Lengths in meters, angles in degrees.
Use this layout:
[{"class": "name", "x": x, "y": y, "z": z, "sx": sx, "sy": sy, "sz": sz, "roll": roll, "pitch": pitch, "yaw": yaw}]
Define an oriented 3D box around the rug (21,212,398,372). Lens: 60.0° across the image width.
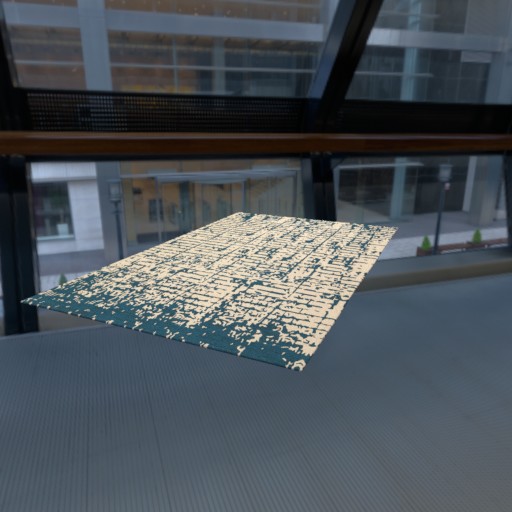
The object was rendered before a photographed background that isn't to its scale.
[{"class": "rug", "x": 0.000, "y": 0.000, "z": 3.007, "sx": 1.517, "sy": 0.011, "sz": 2.435, "roll": 8, "pitch": 19, "yaw": 24}]
